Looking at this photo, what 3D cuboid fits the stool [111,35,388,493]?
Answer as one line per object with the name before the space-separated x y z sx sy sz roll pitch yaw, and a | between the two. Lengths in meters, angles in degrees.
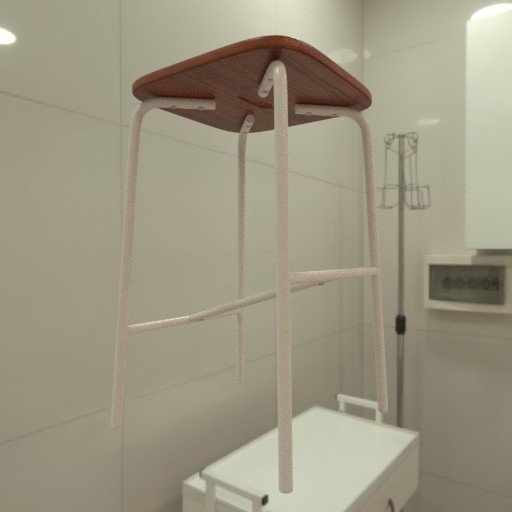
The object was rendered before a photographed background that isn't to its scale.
stool | 0.000 0.000 0.829 0.376 0.610 0.376 0 1 36
